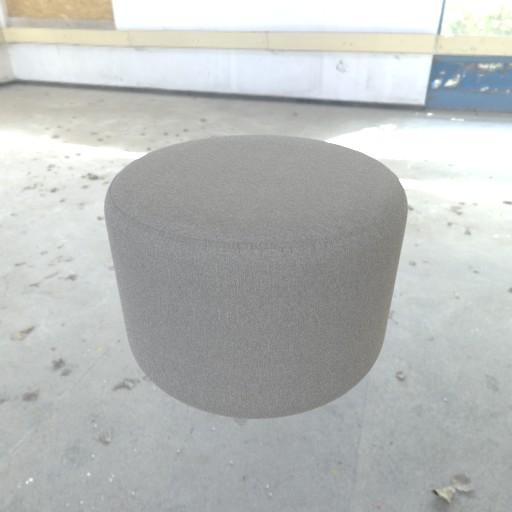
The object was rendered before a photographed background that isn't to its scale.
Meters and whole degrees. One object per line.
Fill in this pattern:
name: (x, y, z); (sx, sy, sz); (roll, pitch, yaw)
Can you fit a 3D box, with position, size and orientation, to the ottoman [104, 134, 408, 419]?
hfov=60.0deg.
ottoman: (0.000, 0.000, 0.998); (0.608, 0.433, 0.608); (0, 30, 0)
